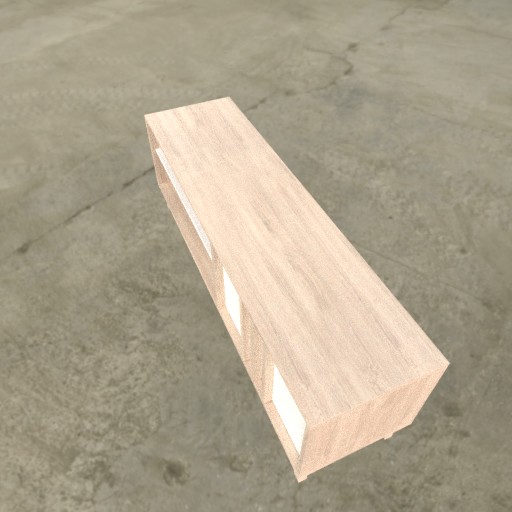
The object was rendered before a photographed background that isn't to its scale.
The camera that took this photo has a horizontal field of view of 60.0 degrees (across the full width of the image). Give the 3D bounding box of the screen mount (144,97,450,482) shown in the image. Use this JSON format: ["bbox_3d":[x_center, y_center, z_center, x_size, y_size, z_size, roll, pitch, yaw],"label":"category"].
[{"bbox_3d":[0.000,0.000,1.713,0.400,0.510,1.500,-18,50,-16],"label":"screen mount"}]
